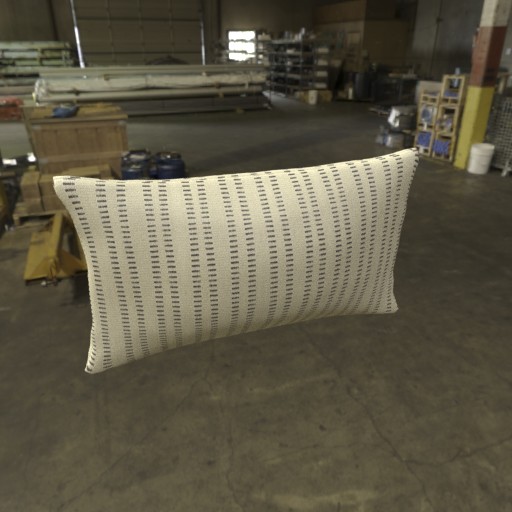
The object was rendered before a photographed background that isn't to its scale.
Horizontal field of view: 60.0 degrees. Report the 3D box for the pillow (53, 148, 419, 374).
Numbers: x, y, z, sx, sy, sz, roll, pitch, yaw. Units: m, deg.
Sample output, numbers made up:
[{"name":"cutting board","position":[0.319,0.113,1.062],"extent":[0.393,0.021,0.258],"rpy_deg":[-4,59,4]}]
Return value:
[{"name":"pillow","position":[0.000,0.000,0.810],"extent":[0.640,0.353,0.210],"rpy_deg":[-8,27,-17]}]
